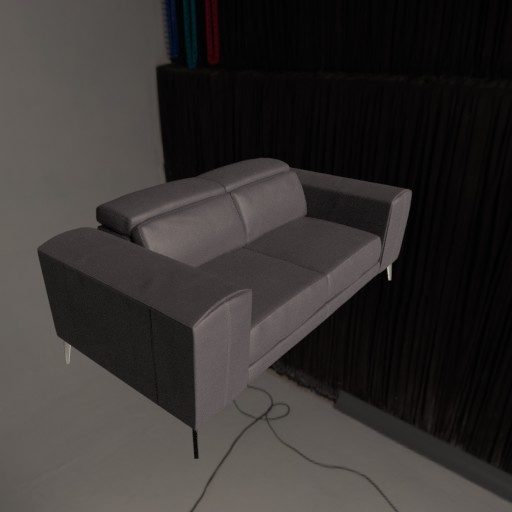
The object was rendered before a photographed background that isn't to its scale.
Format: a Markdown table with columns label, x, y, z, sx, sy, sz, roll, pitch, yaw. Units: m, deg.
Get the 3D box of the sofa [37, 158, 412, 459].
| label | x | y | z | sx | sy | sz | roll | pitch | yaw |
| --- | --- | --- | --- | --- | --- | --- | --- | --- | --- |
| sofa | 0.000 | 0.000 | 2.423 | 1.003 | 0.779 | 1.895 | 19 | 31 | 34 |
